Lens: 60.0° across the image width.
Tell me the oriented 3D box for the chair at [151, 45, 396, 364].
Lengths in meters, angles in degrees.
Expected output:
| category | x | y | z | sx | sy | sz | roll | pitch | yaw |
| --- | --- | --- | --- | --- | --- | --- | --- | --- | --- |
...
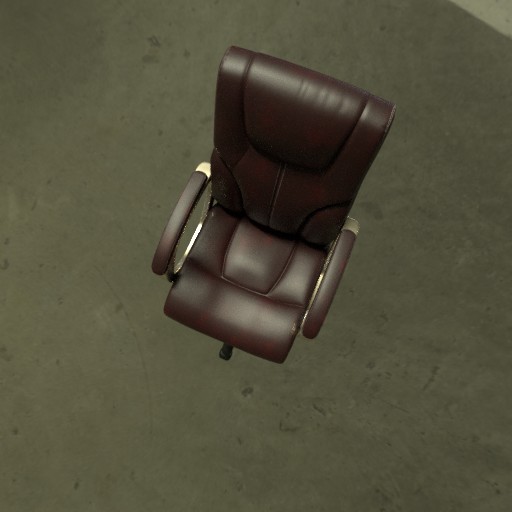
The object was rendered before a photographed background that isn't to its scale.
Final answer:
| category | x | y | z | sx | sy | sz | roll | pitch | yaw |
| --- | --- | --- | --- | --- | --- | --- | --- | --- | --- |
| chair | 0.000 | 0.000 | 1.537 | 0.662 | 1.107 | 0.739 | 22 | 77 | 5 |
